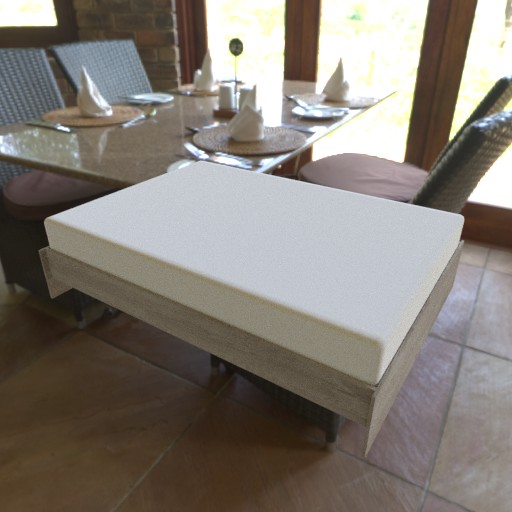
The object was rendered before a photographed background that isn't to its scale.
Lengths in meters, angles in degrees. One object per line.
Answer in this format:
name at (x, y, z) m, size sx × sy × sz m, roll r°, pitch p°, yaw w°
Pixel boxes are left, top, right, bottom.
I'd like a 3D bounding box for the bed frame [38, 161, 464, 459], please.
bed frame at (0.000, 0.000, 2.551) m, size 1.945 × 0.497 × 1.445 m, roll 18°, pitch 33°, yaw 29°
